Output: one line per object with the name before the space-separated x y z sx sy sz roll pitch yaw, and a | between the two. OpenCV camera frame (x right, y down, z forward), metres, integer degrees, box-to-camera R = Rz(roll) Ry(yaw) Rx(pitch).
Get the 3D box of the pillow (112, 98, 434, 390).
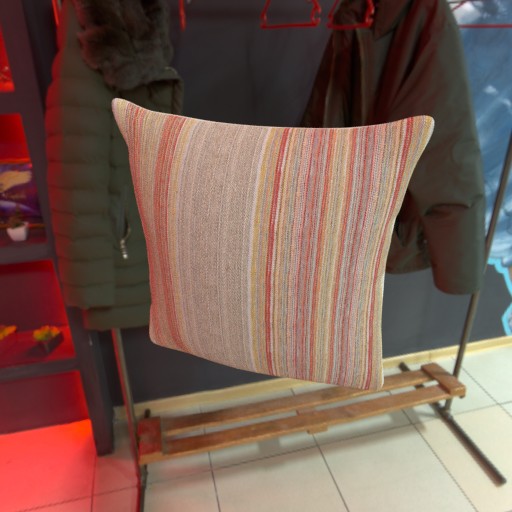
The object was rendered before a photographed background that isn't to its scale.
pillow | 0.000 0.000 0.690 0.451 0.449 0.191 8 28 16
